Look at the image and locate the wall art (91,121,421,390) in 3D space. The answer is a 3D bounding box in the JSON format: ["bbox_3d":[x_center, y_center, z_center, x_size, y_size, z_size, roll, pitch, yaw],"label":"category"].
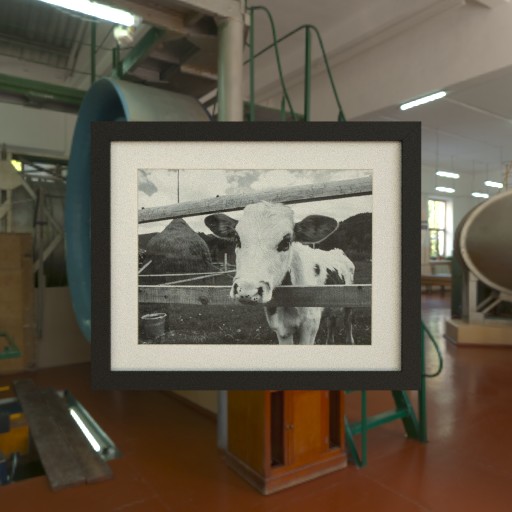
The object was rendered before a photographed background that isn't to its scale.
[{"bbox_3d":[0.000,0.000,0.554,0.404,0.329,0.024,0,0,0],"label":"wall art"}]
